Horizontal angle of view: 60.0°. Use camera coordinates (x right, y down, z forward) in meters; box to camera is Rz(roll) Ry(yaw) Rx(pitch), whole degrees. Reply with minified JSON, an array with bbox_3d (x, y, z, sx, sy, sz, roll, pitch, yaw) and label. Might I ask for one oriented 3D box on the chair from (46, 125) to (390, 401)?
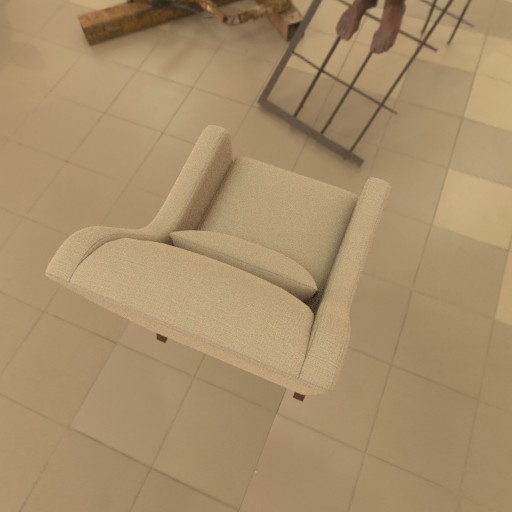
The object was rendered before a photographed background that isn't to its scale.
[{"bbox_3d":[0.000,0.000,1.568,0.715,1.017,0.896,21,66,10],"label":"chair"}]
